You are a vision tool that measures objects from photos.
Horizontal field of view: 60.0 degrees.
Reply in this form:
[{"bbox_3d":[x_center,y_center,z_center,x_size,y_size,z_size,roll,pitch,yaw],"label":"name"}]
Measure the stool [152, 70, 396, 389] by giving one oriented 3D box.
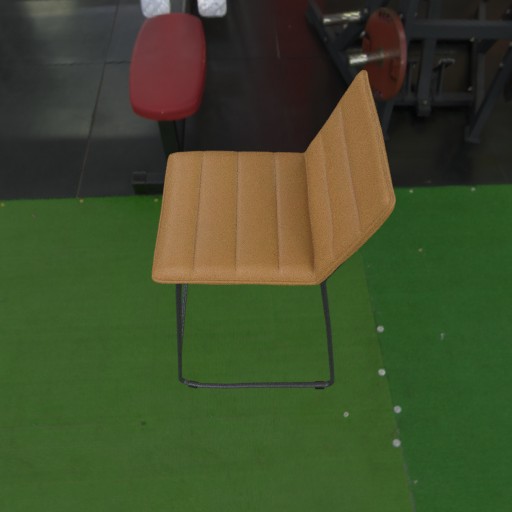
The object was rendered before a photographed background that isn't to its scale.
[{"bbox_3d":[0.000,0.000,1.254,0.524,0.936,0.489,0,57,0],"label":"stool"}]
